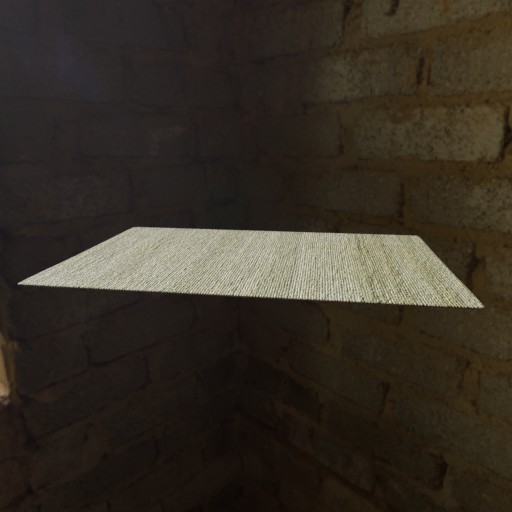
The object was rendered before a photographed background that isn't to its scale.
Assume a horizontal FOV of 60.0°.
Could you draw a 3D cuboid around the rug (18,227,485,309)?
[{"bbox_3d":[0.000,0.000,2.173,1.758,0.010,1.143,2,15,8],"label":"rug"}]
